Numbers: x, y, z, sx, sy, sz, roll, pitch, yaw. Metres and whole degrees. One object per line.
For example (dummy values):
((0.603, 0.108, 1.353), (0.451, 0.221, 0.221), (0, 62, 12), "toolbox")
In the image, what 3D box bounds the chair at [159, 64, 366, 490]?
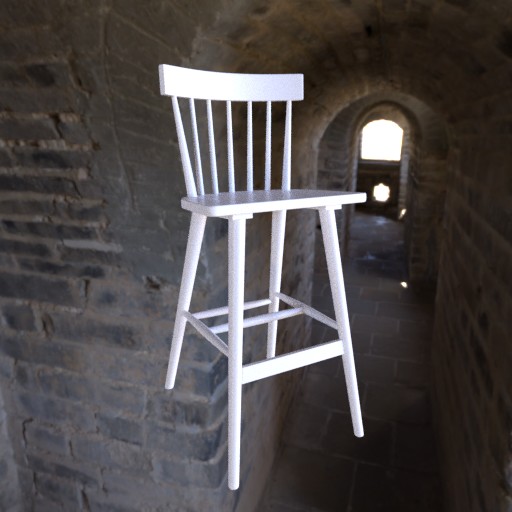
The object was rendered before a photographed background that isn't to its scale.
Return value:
((0.000, 0.000, 1.367), (0.483, 1.092, 0.572), (-9, 18, -28), "chair")
